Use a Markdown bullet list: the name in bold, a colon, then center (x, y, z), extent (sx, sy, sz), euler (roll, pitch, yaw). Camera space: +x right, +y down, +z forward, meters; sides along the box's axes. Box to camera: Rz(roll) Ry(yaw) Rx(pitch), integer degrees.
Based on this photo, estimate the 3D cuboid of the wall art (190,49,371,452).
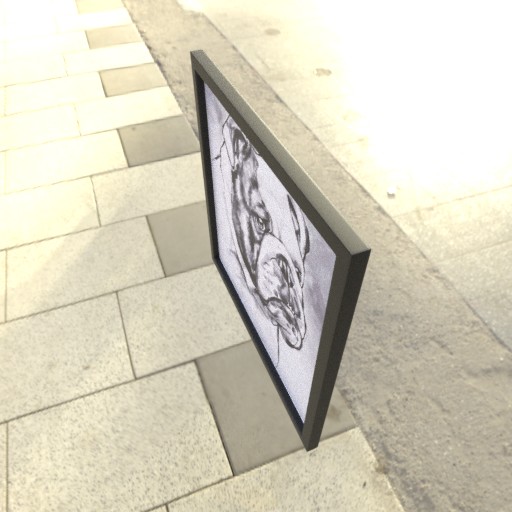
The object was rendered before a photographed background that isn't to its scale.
- **wall art**: center (0.000, 0.000, 0.683), extent (0.022, 0.453, 0.456), euler (-17, 49, -16)
